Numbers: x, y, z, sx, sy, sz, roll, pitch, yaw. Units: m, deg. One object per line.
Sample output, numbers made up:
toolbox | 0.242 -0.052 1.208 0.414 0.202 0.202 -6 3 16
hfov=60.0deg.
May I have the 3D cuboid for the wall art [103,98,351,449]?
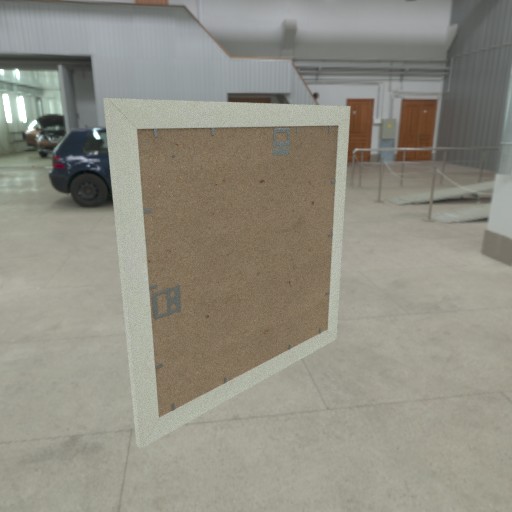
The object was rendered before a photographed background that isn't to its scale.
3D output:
wall art | 0.000 0.000 0.899 0.584 0.584 0.013 -16 23 -42
